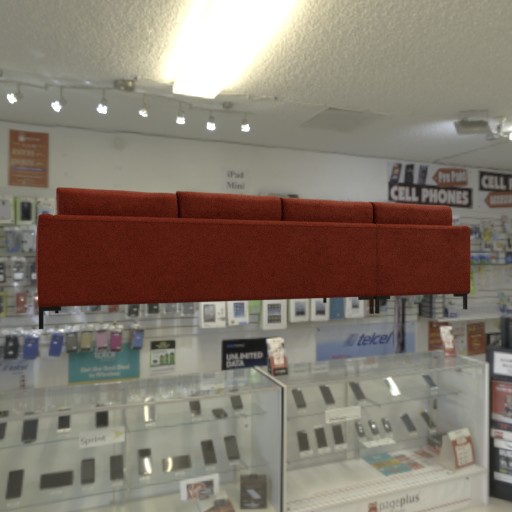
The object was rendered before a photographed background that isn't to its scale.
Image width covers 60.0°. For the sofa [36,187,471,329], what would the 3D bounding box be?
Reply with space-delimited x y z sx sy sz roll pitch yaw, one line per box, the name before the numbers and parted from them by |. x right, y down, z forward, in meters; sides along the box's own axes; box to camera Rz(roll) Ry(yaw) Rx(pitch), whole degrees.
sofa | 0.000 0.000 2.877 2.467 0.663 1.136 0 0 -19
